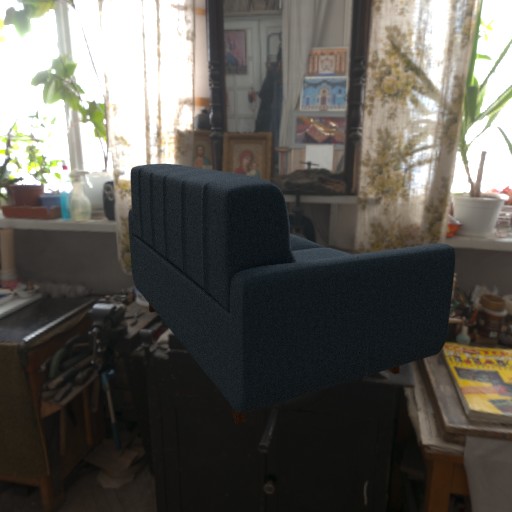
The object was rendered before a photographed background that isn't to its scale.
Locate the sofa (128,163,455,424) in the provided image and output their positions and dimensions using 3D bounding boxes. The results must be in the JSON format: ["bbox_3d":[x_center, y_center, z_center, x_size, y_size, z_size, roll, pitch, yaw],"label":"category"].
[{"bbox_3d":[0.000,0.000,2.262,0.942,0.896,1.651,-7,16,-27],"label":"sofa"}]
